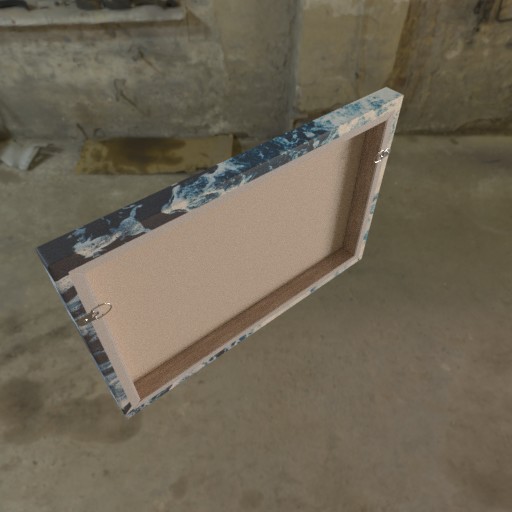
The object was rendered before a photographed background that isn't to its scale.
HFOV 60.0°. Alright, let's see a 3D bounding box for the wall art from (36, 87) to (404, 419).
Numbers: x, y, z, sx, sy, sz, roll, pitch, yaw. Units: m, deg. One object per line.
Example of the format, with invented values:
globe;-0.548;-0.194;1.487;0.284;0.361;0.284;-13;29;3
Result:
wall art;0.000;0.000;0.768;0.609;0.407;0.043;-31;54;-25
